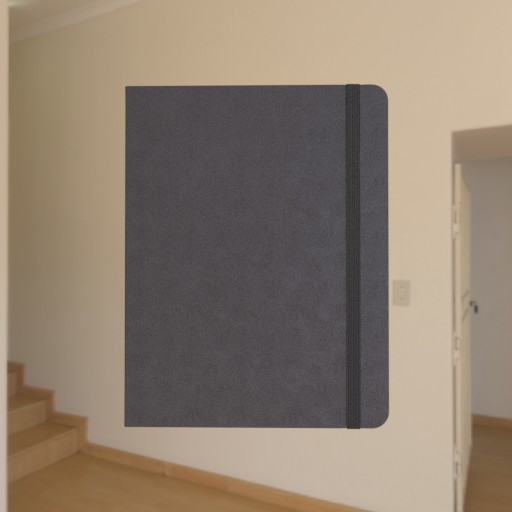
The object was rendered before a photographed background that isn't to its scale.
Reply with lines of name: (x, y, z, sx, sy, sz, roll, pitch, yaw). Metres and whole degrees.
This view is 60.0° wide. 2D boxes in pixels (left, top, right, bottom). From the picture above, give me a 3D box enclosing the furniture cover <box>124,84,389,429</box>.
furniture cover: (0.000, 0.000, 0.372, 0.216, 0.281, 0.023, 0, -1, 1)
